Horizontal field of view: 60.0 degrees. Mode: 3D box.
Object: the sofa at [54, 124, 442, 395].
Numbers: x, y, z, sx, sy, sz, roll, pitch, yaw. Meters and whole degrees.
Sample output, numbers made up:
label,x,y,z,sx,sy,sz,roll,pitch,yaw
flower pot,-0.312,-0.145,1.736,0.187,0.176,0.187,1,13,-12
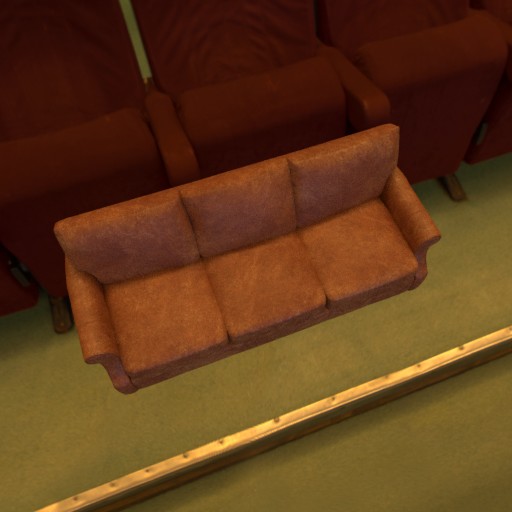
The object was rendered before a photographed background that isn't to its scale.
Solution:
label,x,y,z,sx,sy,sz,roll,pitch,yaw
sofa,0.000,0.000,2.925,2.351,0.977,0.973,-18,64,-9
